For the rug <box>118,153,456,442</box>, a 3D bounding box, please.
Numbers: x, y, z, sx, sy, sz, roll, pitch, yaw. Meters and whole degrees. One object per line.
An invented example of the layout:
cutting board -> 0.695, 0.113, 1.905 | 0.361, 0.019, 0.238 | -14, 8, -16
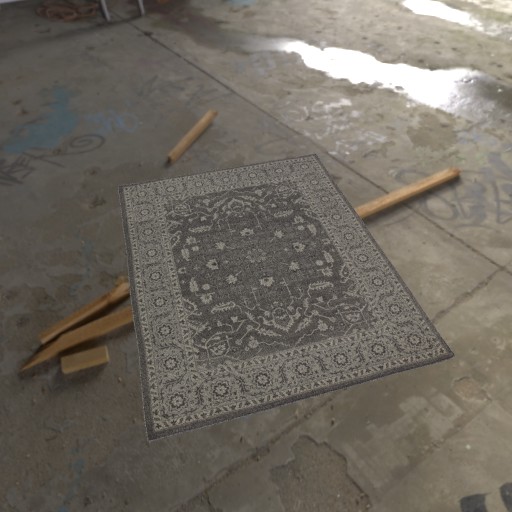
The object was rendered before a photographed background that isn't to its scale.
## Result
rug -> 0.000, 0.000, 4.330 | 2.451, 0.026, 3.069 | -12, 47, -11
